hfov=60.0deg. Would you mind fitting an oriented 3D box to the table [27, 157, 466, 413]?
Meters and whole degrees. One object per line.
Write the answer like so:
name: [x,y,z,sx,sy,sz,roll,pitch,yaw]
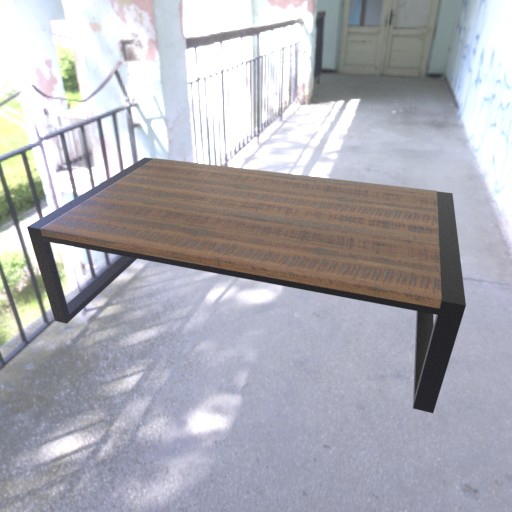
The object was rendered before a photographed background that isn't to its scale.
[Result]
table: [0.000,0.000,1.691,1.350,0.400,0.750,10,32,16]
